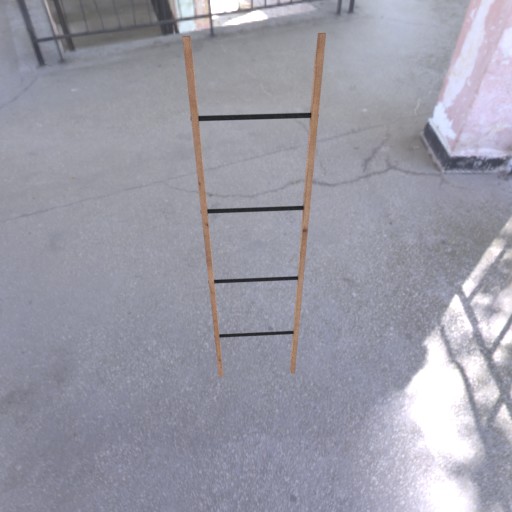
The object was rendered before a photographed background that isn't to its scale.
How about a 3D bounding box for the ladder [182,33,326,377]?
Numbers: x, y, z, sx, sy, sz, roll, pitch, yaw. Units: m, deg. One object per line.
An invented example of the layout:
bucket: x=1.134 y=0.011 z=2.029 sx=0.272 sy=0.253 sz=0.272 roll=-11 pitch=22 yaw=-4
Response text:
ladder: x=0.000 y=0.000 z=1.951 sx=0.442 sy=1.805 sz=0.200 roll=-2 pitch=47 yaw=-2
